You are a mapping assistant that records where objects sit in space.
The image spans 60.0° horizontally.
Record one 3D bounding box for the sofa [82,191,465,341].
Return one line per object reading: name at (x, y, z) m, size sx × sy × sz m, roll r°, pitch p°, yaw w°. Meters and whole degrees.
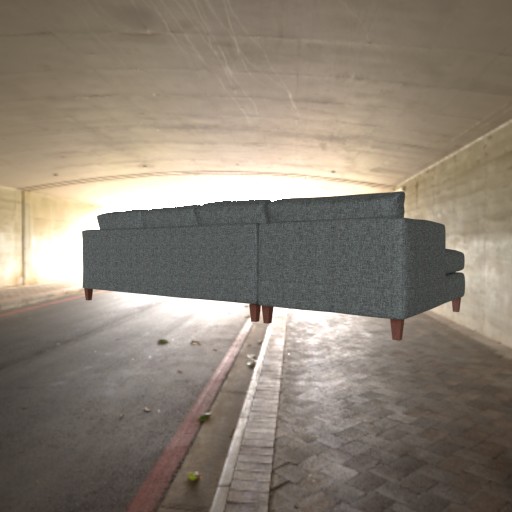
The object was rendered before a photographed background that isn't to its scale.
sofa at (0.000, 0.000, 4.303) m, size 3.485 × 0.960 × 1.635 m, roll 1°, pitch 1°, yaw 37°
